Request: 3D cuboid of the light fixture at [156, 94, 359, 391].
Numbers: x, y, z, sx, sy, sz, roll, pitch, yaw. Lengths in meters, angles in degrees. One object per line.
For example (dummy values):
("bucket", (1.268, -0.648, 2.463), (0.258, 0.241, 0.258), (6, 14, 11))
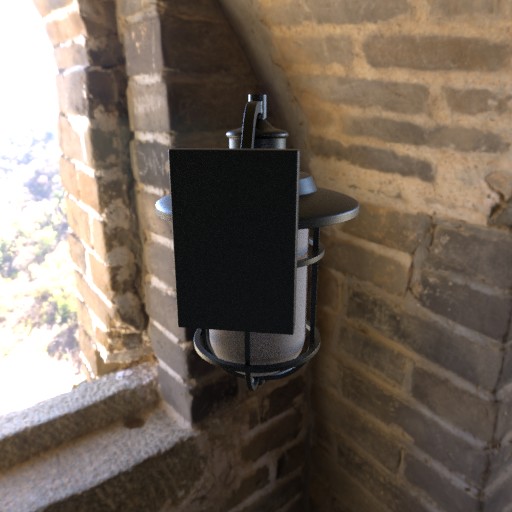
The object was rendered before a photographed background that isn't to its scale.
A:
("light fixture", (0.000, 0.000, 0.501), (0.222, 0.345, 0.252), (2, 16, 8))
